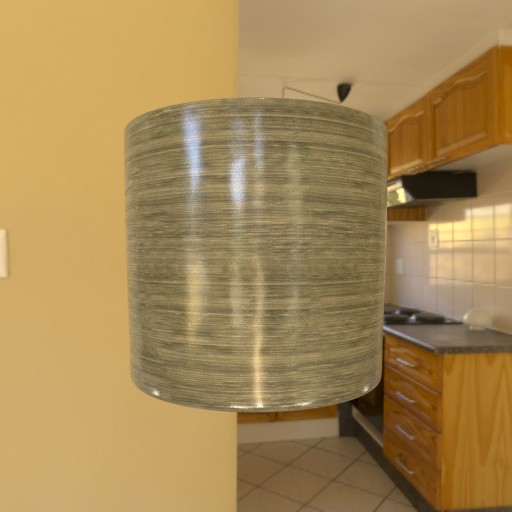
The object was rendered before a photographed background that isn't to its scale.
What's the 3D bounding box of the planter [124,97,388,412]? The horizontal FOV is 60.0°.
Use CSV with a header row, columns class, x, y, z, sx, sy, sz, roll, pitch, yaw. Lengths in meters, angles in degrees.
class,x,y,z,sx,sy,sz,roll,pitch,yaw
planter,0.000,0.000,0.388,0.221,0.201,0.221,0,1,0
